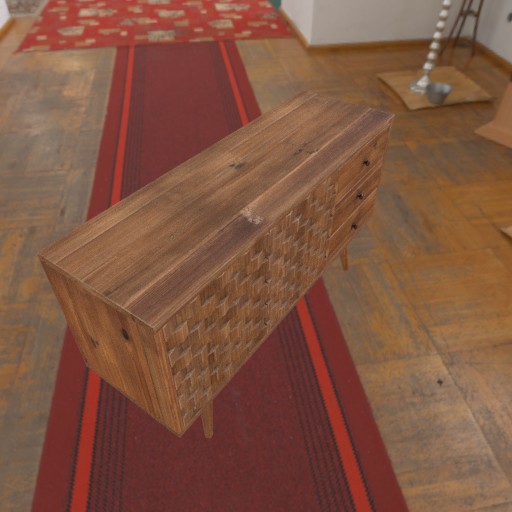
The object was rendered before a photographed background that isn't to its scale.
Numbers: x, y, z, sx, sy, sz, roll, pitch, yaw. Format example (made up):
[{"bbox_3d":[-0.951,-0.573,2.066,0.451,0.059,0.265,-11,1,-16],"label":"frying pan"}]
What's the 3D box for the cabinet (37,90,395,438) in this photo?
[{"bbox_3d":[0.000,0.000,1.797,0.472,0.800,1.400,26,48,26],"label":"cabinet"}]
